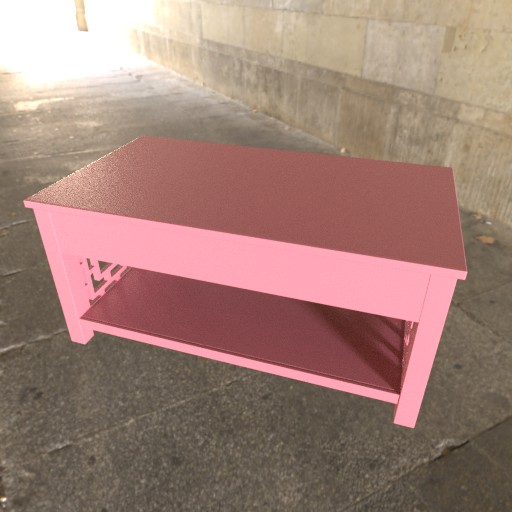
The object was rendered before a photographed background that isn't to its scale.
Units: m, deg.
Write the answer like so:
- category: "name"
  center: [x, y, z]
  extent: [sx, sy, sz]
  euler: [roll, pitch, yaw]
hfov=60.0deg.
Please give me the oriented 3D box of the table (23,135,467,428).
- category: "table"
  center: [0.000, 0.000, 1.383]
  extent: [1.068, 0.493, 0.612]
  euler: [10, 33, 15]
